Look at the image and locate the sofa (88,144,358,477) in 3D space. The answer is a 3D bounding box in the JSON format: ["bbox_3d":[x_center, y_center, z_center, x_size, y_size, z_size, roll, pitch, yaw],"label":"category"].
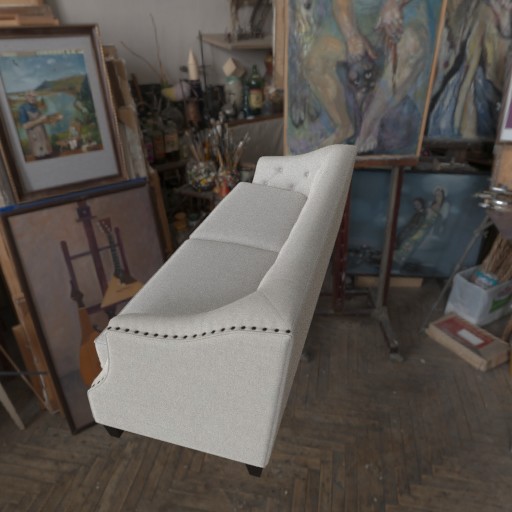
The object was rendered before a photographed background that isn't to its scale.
[{"bbox_3d":[0.000,0.000,2.672,0.914,0.901,2.235,9,31,14],"label":"sofa"}]
